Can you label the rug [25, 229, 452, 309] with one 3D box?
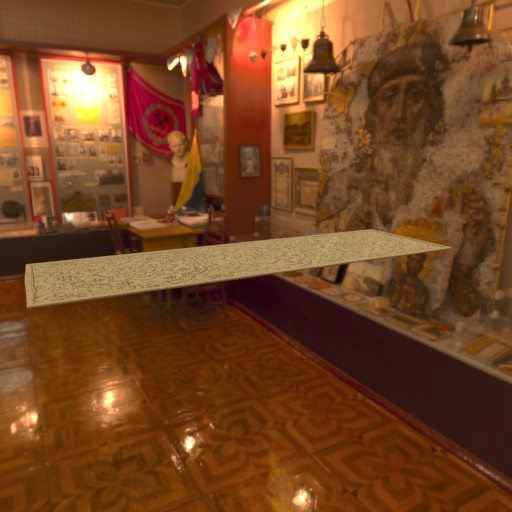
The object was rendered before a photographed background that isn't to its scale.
[{"bbox_3d":[0.000,0.000,2.632,2.448,0.012,0.769,-7,15,-26],"label":"rug"}]
